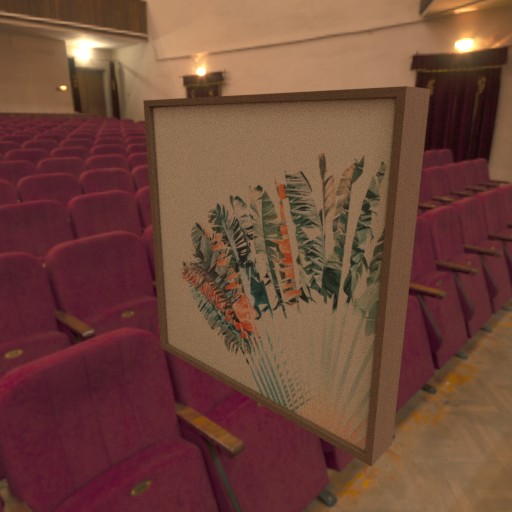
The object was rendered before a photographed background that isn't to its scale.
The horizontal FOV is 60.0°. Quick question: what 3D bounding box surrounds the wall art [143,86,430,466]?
[{"bbox_3d":[0.000,0.000,0.446,0.304,0.303,0.038,15,23,41],"label":"wall art"}]
